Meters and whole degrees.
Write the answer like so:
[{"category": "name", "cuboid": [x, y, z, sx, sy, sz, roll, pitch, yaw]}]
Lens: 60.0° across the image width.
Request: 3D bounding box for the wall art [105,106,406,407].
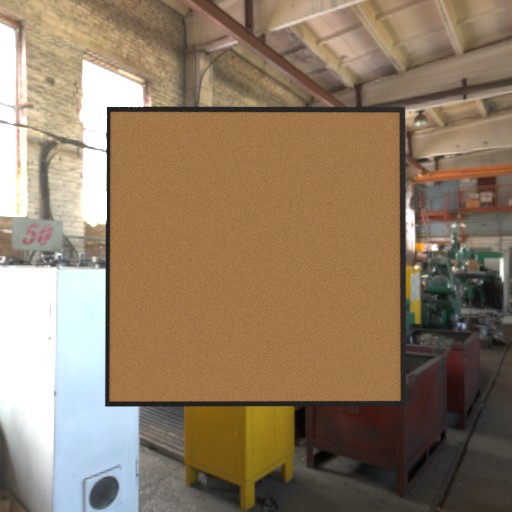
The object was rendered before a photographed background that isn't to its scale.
[{"category": "wall art", "cuboid": [0.000, 0.000, 0.987, 0.664, 0.663, 0.015, 0, -1, 0]}]
